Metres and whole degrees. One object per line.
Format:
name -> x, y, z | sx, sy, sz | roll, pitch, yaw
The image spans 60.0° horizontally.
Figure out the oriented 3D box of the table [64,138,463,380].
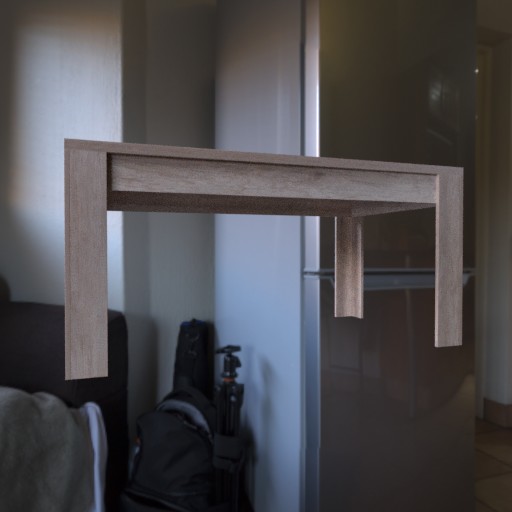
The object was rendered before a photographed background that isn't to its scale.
table -> 0.000, 0.000, 2.103 | 1.600, 0.775, 0.900 | 0, 1, -19
